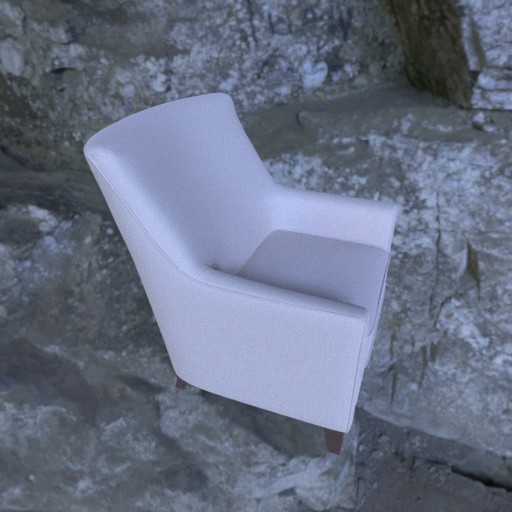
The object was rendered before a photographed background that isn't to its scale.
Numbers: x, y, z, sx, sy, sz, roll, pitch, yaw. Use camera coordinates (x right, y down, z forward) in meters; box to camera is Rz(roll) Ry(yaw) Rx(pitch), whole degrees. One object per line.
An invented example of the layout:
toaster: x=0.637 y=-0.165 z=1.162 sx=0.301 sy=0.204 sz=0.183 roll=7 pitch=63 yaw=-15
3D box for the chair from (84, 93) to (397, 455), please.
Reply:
chair: x=0.000 y=0.000 z=1.533 sx=0.879 sy=0.916 sz=0.756 roll=11 pitch=33 yaw=18
